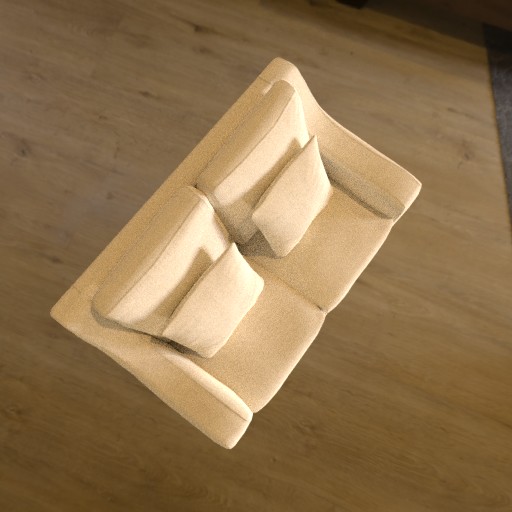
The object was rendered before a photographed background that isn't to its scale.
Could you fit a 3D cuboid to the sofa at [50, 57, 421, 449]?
[{"bbox_3d":[0.000,0.000,2.387,1.040,1.047,1.744,37,79,9],"label":"sofa"}]
